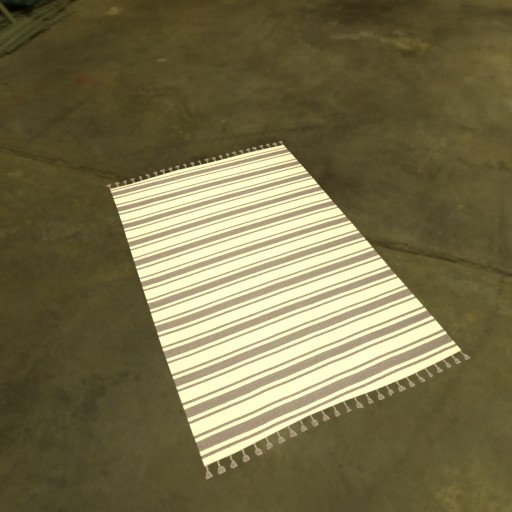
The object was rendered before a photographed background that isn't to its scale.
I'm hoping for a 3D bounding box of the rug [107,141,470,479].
[{"bbox_3d":[0.000,0.000,3.014,1.563,0.014,2.425,-18,49,-16],"label":"rug"}]
